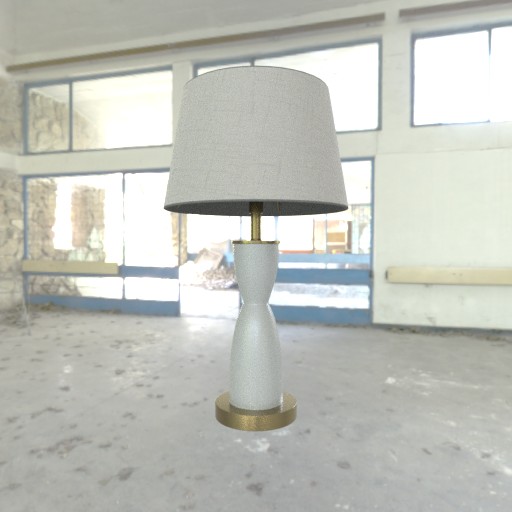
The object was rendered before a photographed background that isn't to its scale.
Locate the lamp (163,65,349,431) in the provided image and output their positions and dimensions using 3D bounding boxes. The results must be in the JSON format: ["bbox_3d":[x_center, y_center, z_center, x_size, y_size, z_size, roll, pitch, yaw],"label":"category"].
[{"bbox_3d":[0.000,0.000,0.756,0.309,0.545,0.309,0,1,0],"label":"lamp"}]
